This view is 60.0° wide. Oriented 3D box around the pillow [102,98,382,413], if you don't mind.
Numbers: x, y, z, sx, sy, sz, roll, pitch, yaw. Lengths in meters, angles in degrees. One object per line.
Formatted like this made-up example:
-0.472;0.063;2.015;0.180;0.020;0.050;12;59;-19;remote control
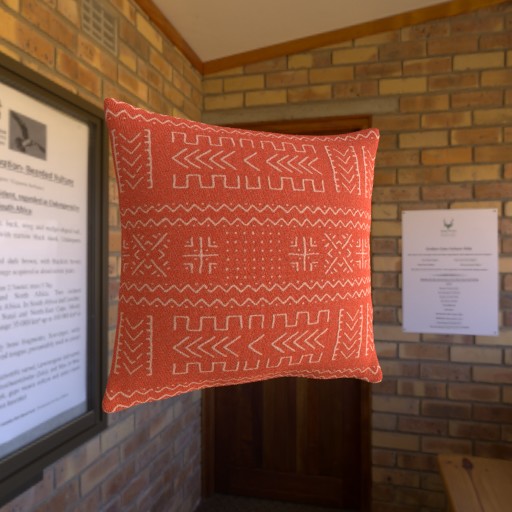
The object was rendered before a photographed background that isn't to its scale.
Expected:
0.000;0.000;0.668;0.438;0.429;0.164;0;0;-18;pillow
